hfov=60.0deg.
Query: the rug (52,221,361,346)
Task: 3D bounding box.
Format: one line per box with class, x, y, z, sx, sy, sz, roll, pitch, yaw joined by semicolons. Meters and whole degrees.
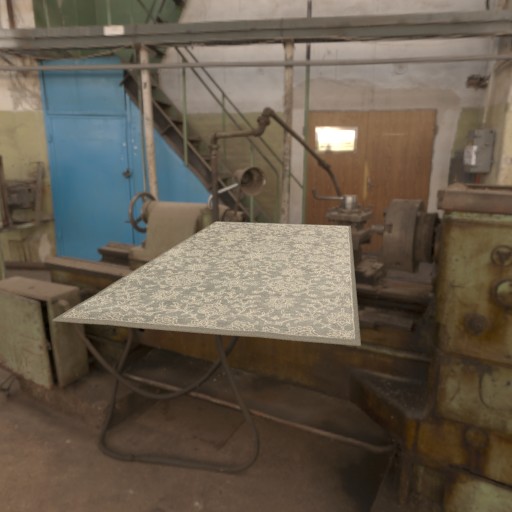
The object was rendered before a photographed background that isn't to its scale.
rug;0.000;0.000;3.585;1.546;0.011;3.048;3;14;11
